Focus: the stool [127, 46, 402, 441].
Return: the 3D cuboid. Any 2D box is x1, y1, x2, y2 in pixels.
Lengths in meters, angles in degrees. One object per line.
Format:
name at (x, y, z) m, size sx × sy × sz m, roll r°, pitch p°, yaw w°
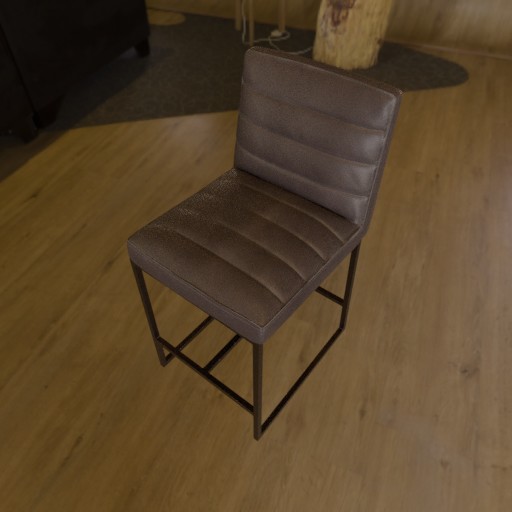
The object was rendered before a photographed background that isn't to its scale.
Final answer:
stool at (0.000, 0.000, 1.286) m, size 0.463 × 0.946 × 0.562 m, roll 29°, pitch 52°, yaw 26°
